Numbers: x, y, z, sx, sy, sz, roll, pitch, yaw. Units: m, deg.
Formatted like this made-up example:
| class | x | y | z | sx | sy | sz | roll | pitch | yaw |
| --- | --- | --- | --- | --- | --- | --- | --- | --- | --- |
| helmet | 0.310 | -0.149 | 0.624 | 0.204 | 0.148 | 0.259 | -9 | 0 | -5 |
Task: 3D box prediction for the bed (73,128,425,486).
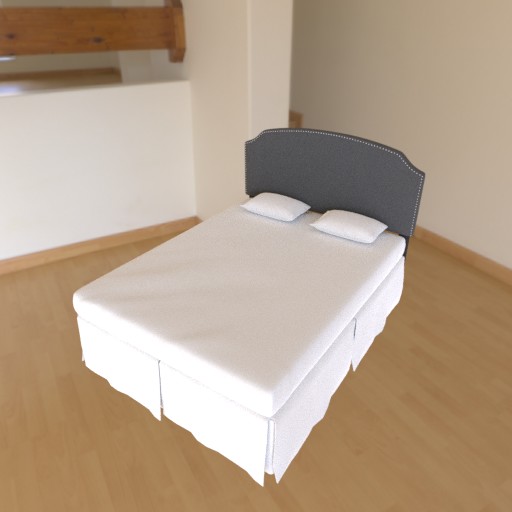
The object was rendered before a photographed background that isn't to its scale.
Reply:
| class | x | y | z | sx | sy | sz | roll | pitch | yaw |
| --- | --- | --- | --- | --- | --- | --- | --- | --- | --- |
| bed | 0.000 | 0.000 | 2.973 | 1.558 | 1.270 | 1.999 | 19 | 34 | 29 |
